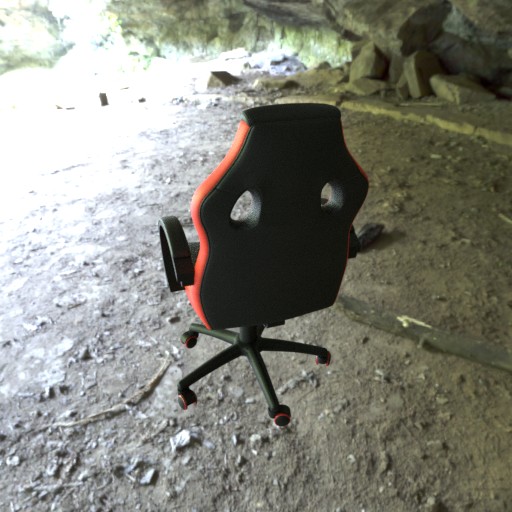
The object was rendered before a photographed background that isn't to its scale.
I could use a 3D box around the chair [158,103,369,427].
[{"bbox_3d":[0.000,0.000,1.423,0.600,1.016,0.642,-9,29,-17],"label":"chair"}]
